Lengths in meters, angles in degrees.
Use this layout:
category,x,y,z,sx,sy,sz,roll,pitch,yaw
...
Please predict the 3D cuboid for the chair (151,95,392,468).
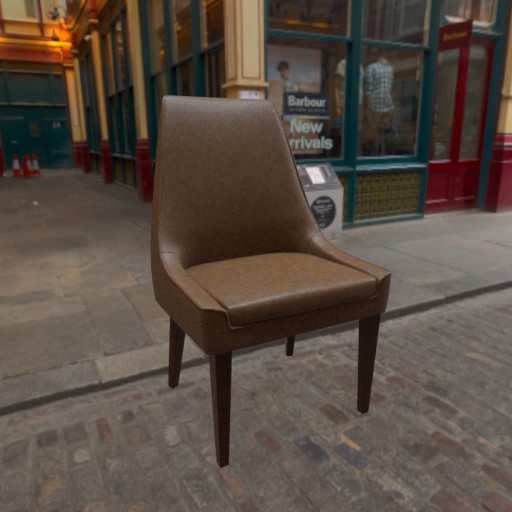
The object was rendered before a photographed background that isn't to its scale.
category,x,y,z,sx,sy,sz,roll,pitch,yaw
chair,0.000,0.000,1.229,0.529,0.861,0.544,-8,17,-28
